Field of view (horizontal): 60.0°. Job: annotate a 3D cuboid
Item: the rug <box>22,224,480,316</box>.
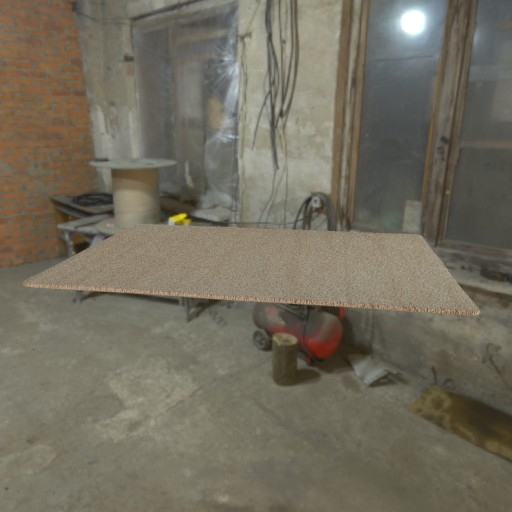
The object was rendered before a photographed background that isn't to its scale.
[{"bbox_3d":[0.000,0.000,2.928,2.349,0.026,1.500,3,17,9],"label":"rug"}]
